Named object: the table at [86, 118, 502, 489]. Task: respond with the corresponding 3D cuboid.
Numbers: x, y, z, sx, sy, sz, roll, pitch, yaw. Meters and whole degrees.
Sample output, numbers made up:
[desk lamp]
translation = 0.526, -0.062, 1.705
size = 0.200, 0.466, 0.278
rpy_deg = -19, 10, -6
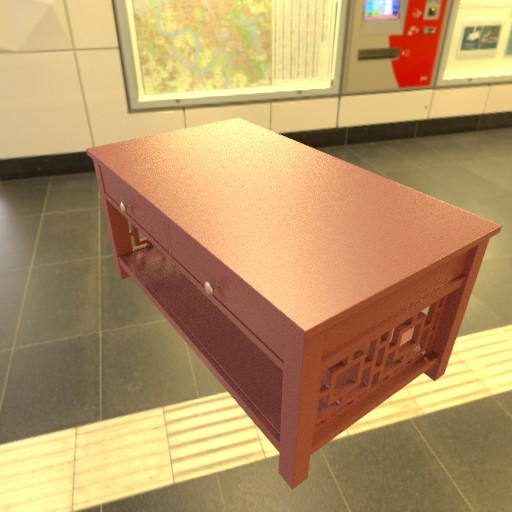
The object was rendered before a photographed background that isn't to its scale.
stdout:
[table]
translation = 0.000, 0.000, 1.355
size = 0.612, 0.493, 1.068
rpy_deg = -22, 39, -30
